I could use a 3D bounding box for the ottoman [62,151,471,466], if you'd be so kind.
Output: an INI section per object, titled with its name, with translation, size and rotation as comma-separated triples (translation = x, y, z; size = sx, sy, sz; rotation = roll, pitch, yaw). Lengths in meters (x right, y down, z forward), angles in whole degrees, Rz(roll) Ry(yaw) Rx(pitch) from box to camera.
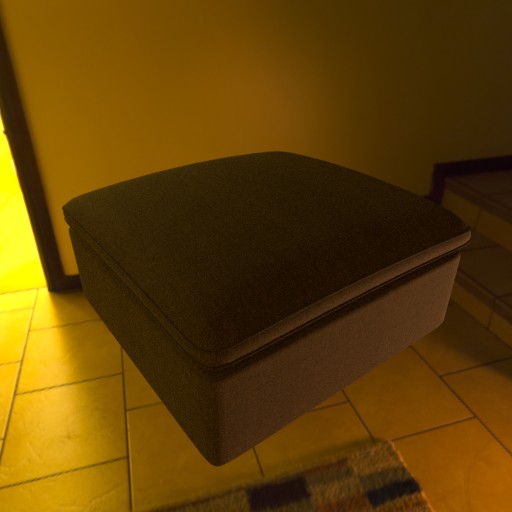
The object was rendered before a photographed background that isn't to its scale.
[ottoman]
translation = 0.000, 0.000, 1.644
size = 1.067, 0.559, 1.067
rotation = -20, 35, -32
